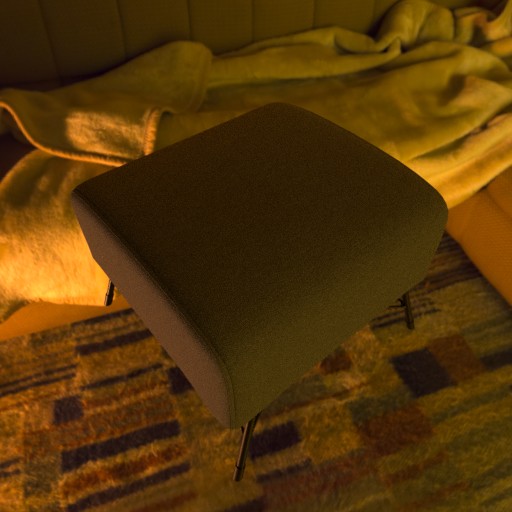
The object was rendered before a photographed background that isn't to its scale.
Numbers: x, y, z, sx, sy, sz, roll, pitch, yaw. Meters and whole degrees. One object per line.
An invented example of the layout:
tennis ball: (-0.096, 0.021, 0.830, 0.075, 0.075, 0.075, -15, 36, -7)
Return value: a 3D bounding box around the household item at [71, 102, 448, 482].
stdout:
household item: (0.000, 0.000, 0.906, 0.530, 0.410, 0.530, -31, 55, -26)
